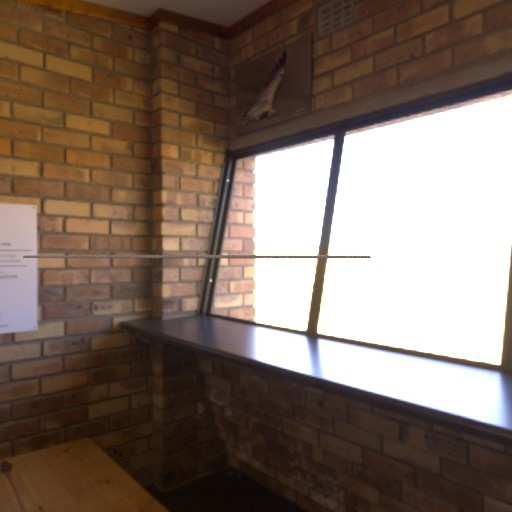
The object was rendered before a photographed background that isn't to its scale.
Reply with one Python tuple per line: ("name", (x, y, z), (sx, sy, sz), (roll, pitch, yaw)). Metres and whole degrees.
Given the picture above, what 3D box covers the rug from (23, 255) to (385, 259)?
("rug", (0.000, 0.000, 3.690), (2.005, 0.014, 2.878), (0, 0, 17))
